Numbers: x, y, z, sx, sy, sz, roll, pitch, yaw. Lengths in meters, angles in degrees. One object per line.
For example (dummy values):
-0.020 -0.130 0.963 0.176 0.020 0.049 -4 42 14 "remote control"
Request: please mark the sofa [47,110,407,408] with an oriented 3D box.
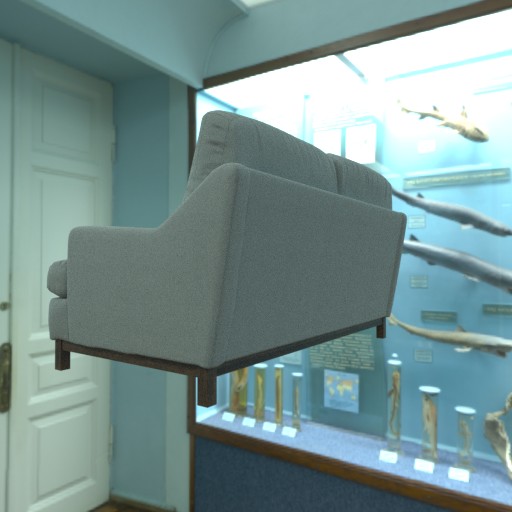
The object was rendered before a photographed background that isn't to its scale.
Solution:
0.000 0.000 2.137 0.987 0.921 1.589 -1 -1 36 "sofa"
